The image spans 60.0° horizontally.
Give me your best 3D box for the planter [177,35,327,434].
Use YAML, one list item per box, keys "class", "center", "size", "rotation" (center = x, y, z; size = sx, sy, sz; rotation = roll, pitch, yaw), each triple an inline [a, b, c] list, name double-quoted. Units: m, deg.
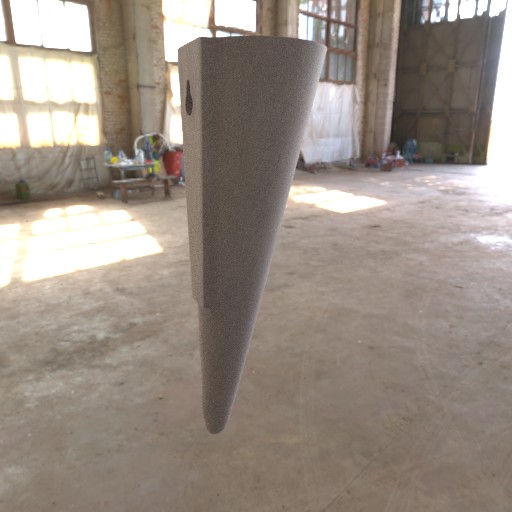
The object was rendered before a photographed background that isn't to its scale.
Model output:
- class: "planter"
  center: [0.000, 0.000, 0.301]
  size: [0.087, 0.259, 0.078]
  rotation: [-8, 18, -25]
